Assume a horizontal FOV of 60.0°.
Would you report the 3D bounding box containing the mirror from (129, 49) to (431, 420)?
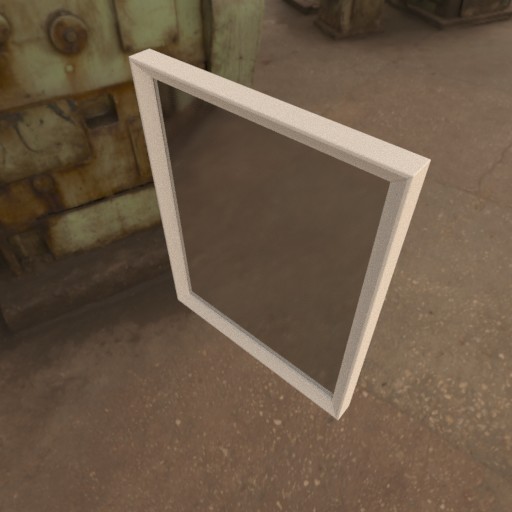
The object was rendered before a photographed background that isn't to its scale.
[{"bbox_3d":[0.000,0.000,0.681,0.406,0.509,0.041,32,54,27],"label":"mirror"}]
